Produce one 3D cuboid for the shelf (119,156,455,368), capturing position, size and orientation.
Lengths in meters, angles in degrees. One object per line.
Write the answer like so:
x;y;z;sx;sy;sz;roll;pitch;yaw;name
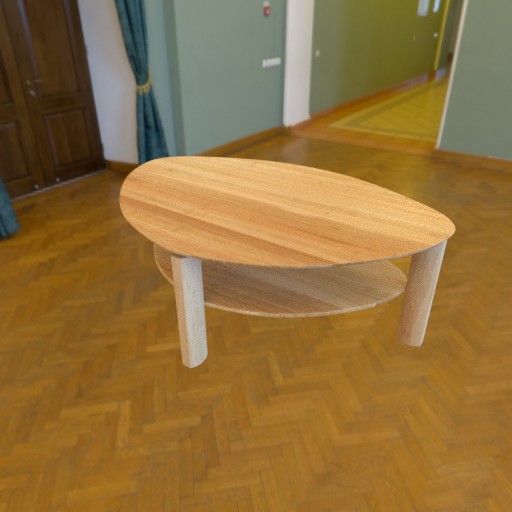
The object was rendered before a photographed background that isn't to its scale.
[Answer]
0.000;0.000;1.628;1.246;0.440;0.845;18;34;29;shelf
